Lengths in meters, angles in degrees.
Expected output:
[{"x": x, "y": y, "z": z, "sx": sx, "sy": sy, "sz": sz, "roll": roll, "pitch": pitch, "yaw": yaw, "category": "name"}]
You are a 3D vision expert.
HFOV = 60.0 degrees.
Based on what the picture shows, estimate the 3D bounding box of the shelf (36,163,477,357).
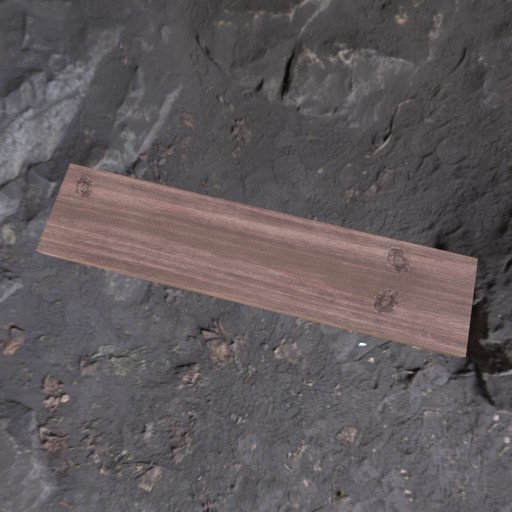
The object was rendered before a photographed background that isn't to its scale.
[{"x": 0.000, "y": 0.000, "z": 0.636, "sx": 0.610, "sy": 0.020, "sz": 0.140, "roll": 14, "pitch": 75, "yaw": 4, "category": "shelf"}]
